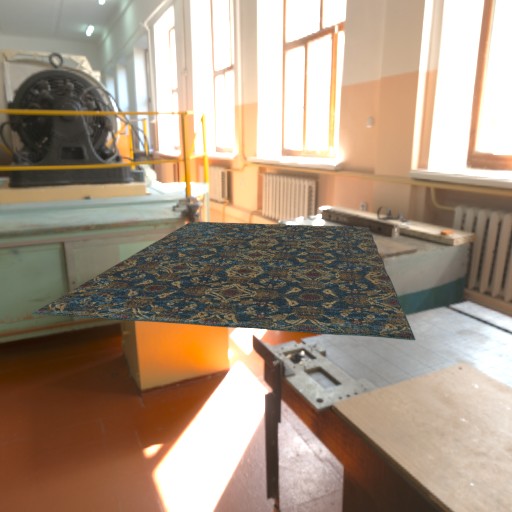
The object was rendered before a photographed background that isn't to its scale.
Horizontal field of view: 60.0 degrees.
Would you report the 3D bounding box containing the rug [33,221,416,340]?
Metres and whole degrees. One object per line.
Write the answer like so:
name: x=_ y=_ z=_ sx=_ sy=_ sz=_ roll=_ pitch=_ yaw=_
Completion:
rug: x=0.000 y=0.000 z=4.200 sx=2.337 sy=0.013 sz=3.291 roll=2 pitch=15 yaw=9
